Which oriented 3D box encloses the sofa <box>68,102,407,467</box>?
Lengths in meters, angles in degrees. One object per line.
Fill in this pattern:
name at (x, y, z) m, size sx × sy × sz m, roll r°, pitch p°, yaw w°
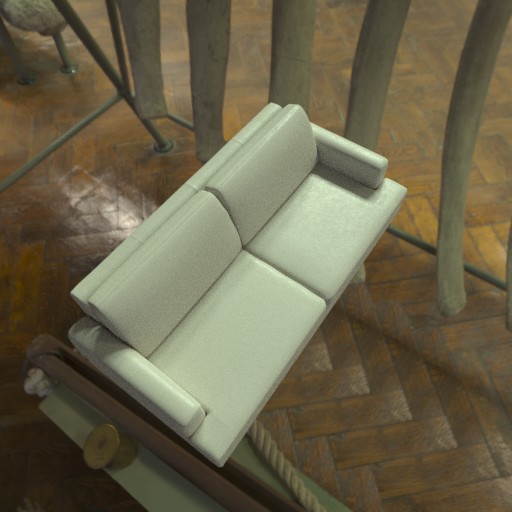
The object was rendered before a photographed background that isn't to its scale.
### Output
sofa at (0.000, 0.000, 2.489) m, size 0.974 × 0.765 × 1.940 m, roll 31°, pitch 63°, yaw 18°
